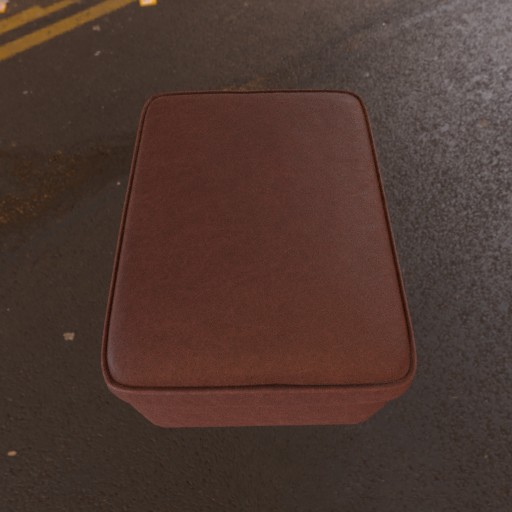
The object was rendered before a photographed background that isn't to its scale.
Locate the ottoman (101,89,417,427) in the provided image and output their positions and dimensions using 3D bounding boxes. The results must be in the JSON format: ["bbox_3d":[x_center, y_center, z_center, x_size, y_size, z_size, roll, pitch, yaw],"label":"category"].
[{"bbox_3d":[0.000,0.000,1.066,0.548,0.449,0.749,-1,59,0],"label":"ottoman"}]
